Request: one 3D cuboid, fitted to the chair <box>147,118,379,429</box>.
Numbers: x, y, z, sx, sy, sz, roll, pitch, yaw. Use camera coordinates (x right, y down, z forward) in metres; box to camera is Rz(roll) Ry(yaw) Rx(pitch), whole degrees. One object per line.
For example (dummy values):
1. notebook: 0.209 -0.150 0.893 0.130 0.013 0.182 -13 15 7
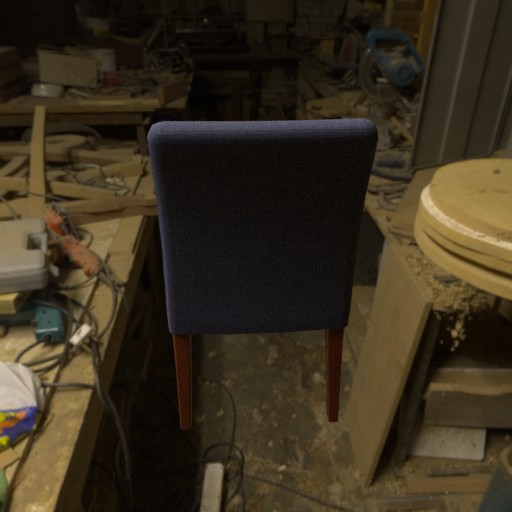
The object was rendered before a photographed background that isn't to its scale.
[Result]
1. chair: 0.000 0.000 1.346 0.508 0.952 0.655 -2 31 -3
